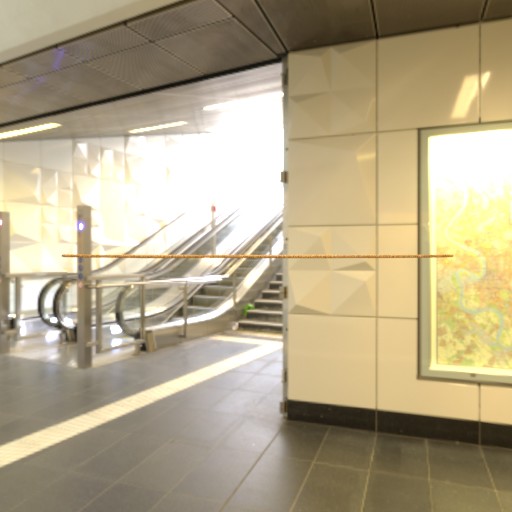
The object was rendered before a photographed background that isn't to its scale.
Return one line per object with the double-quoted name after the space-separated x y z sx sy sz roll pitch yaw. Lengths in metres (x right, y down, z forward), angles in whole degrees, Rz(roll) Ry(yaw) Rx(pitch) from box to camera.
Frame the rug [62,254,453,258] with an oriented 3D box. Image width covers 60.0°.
0.000 0.000 2.304 1.225 0.013 1.840 0 0 0 "rug"
